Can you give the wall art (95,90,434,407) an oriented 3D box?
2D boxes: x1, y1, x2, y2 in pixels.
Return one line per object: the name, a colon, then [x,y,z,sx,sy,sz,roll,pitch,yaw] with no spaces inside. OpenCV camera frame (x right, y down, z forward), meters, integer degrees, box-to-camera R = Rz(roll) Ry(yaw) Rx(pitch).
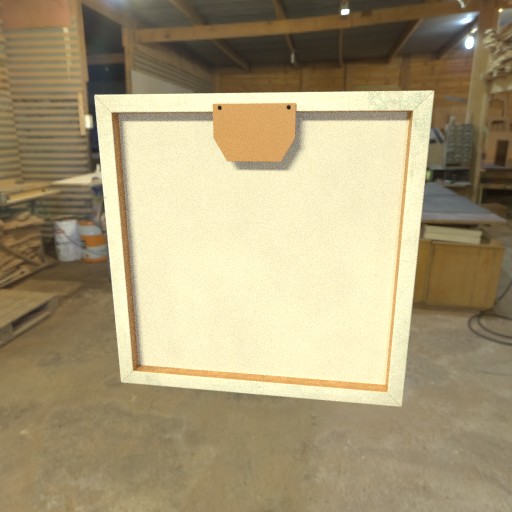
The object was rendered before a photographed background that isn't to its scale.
wall art: [0.000,0.000,0.877,0.605,0.605,0.044,2,16,8]
